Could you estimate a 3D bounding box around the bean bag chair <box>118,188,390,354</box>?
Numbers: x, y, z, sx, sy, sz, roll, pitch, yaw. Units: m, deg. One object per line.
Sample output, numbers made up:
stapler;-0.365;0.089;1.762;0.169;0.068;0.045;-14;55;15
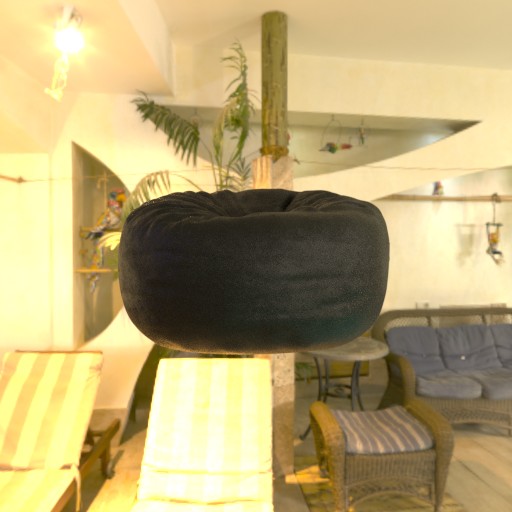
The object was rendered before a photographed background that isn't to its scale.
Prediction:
bean bag chair;0.000;0.000;2.475;1.524;0.878;1.524;0;1;-1
